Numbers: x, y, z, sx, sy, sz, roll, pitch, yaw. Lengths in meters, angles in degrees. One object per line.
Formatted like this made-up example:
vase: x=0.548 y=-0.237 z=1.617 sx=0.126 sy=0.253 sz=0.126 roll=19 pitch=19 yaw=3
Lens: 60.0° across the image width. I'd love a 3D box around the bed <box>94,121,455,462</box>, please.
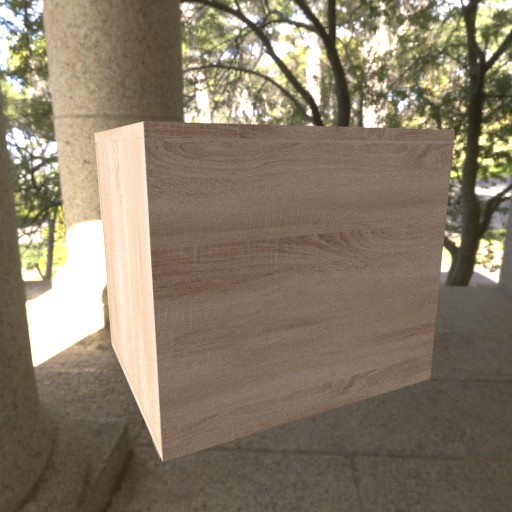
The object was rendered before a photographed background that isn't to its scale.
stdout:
bed: x=0.000 y=0.000 z=0.778 sx=0.460 sy=0.420 sz=0.401 roll=-7 pitch=15 yaw=-26
